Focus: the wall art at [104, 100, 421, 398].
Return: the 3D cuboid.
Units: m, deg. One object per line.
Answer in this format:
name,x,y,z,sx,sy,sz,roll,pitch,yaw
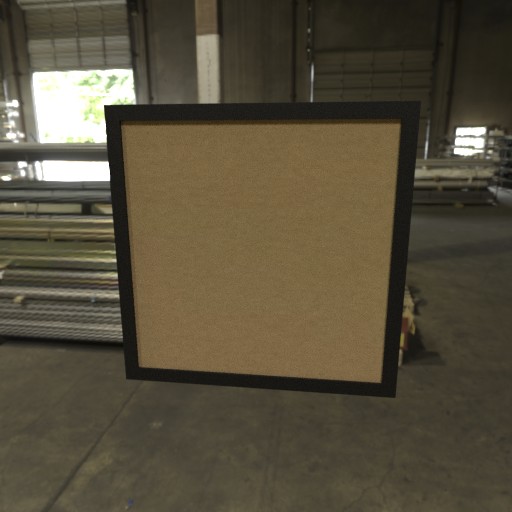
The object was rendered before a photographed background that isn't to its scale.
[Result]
wall art,0.000,0.000,0.543,0.356,0.356,0.013,2,14,7
